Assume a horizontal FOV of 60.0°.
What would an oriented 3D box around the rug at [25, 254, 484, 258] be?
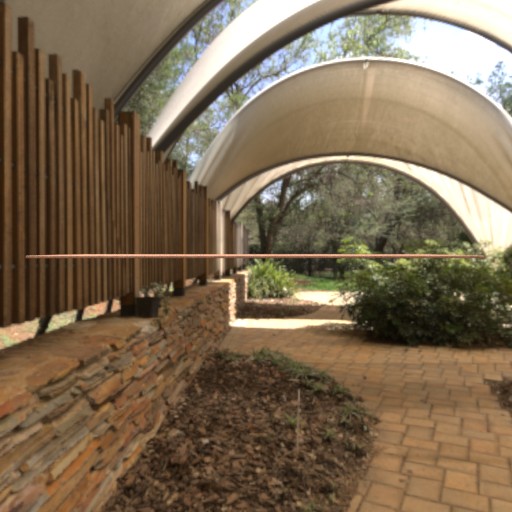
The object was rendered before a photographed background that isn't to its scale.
[{"bbox_3d":[0.000,0.000,2.709,2.435,0.015,0.760,0,1,-2],"label":"rug"}]
